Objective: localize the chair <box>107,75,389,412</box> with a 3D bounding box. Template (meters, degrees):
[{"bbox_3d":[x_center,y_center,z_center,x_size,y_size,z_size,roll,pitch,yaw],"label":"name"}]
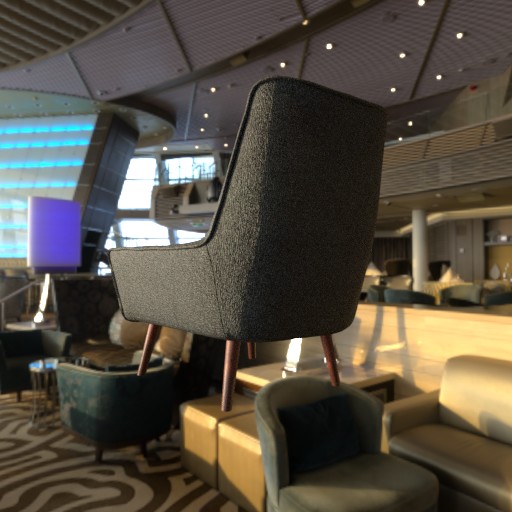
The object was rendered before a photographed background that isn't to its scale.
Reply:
[{"bbox_3d":[0.000,0.000,1.521,0.763,0.883,0.859,1,-2,-36],"label":"chair"}]
